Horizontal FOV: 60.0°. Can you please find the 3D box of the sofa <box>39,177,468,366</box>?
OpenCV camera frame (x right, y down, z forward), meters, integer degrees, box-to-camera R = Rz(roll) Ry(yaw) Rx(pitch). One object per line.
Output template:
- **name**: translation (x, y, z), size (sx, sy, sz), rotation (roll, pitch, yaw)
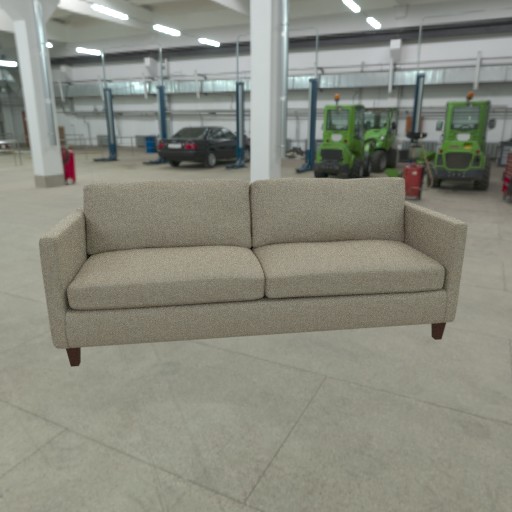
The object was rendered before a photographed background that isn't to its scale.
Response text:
- **sofa**: translation (0.000, 0.000, 2.944), size (2.434, 0.965, 0.951), rotation (-2, 17, -8)
